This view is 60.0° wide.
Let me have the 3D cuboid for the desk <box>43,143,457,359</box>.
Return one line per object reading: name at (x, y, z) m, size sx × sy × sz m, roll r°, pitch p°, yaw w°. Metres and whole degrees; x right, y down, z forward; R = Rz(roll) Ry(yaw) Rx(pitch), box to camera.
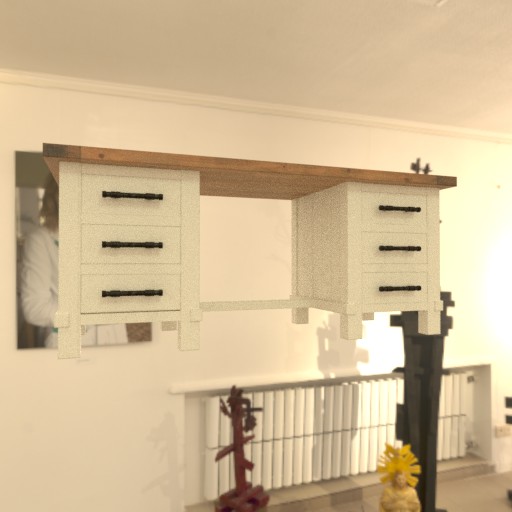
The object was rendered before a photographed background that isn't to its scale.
desk at (0.000, 0.000, 2.148) m, size 1.803 × 0.760 × 0.688 m, roll 0°, pitch -1°, yaw -19°
